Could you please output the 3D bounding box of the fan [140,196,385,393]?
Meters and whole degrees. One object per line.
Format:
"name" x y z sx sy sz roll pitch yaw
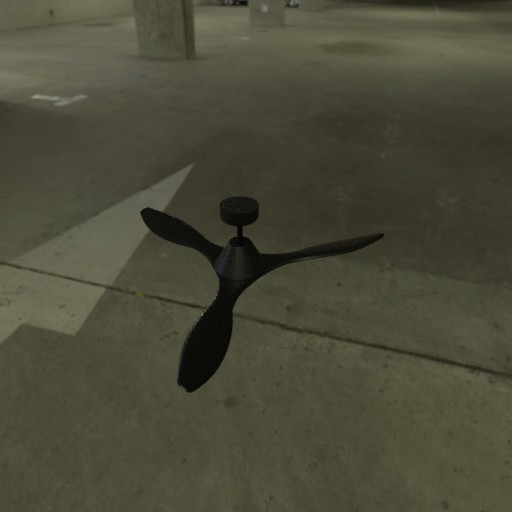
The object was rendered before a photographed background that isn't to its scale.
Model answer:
"fan" 0.000 0.000 1.561 1.067 0.305 1.067 0 32 0
